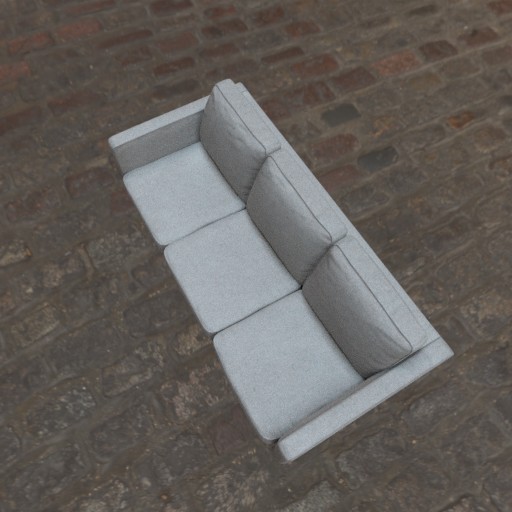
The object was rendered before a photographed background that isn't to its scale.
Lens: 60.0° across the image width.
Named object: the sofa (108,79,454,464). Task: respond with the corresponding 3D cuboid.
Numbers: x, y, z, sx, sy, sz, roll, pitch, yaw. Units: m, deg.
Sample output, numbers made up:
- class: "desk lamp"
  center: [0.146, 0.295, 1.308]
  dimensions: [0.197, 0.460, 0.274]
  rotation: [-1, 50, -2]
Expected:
- class: "sofa"
  center: [0.000, 0.000, 2.509]
  dimensions: [0.944, 0.918, 1.983]
  rotation: [-28, 67, -13]
